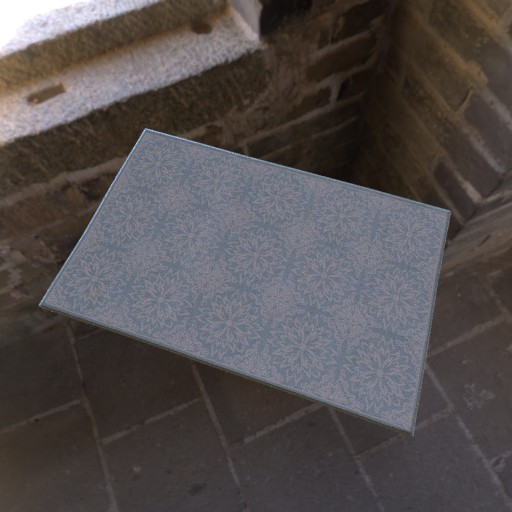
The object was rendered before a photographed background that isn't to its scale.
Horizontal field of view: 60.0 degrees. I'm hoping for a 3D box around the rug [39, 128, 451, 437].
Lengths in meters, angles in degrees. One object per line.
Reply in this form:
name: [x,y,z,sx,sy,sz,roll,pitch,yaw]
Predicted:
rug: [0.000,0.000,3.434,2.746,0.018,1.819,17,64,9]
